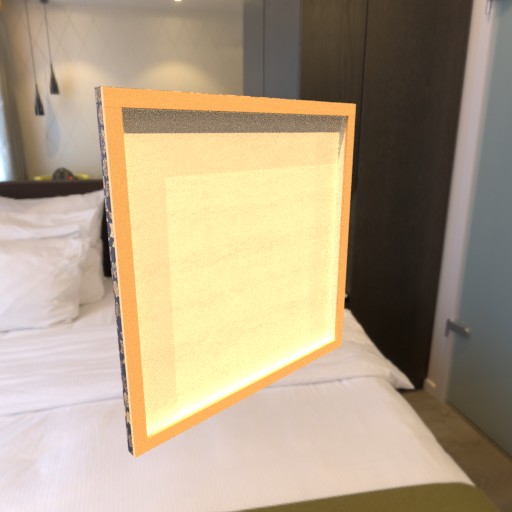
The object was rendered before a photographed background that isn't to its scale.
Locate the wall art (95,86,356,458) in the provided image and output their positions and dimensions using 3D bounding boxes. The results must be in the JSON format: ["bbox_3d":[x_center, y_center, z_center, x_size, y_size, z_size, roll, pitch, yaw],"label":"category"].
[{"bbox_3d":[0.000,0.000,1.352,0.914,0.914,0.038,-15,21,-42],"label":"wall art"}]
